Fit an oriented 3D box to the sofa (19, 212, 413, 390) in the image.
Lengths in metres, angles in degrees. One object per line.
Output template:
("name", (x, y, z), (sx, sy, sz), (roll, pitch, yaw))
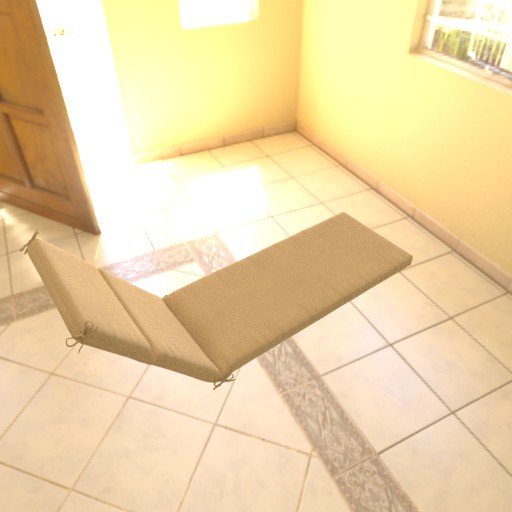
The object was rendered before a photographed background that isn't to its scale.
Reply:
("sofa", (0.000, 0.000, 1.921), (1.663, 0.622, 0.582), (-25, 46, -27))
